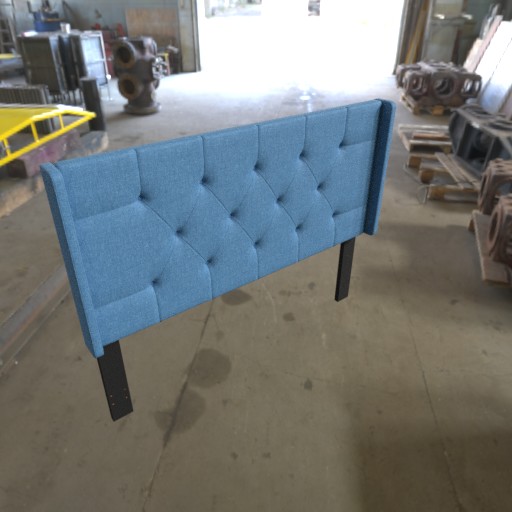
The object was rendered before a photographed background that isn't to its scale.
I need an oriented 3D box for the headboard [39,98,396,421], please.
[{"bbox_3d":[0.000,0.000,2.608,2.051,1.524,0.184,-22,37,-32],"label":"headboard"}]
